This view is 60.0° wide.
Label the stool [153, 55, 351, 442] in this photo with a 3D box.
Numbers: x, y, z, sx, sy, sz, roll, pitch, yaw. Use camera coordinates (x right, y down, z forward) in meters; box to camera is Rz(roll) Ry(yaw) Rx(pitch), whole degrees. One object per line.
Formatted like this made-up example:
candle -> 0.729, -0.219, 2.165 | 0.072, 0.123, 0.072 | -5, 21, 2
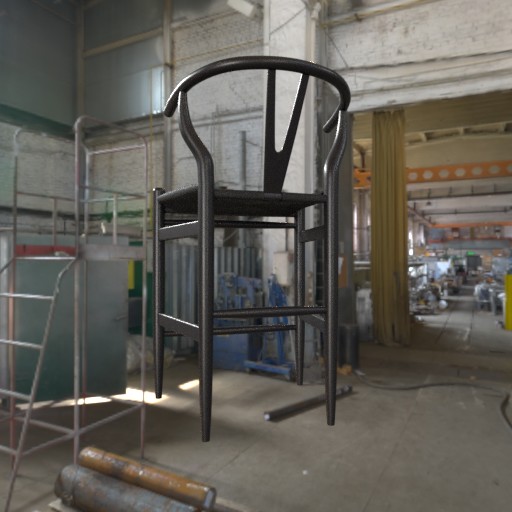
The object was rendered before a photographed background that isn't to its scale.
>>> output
stool -> 0.000, 0.000, 1.350 | 0.569, 0.970, 0.579 | 0, -1, -18
